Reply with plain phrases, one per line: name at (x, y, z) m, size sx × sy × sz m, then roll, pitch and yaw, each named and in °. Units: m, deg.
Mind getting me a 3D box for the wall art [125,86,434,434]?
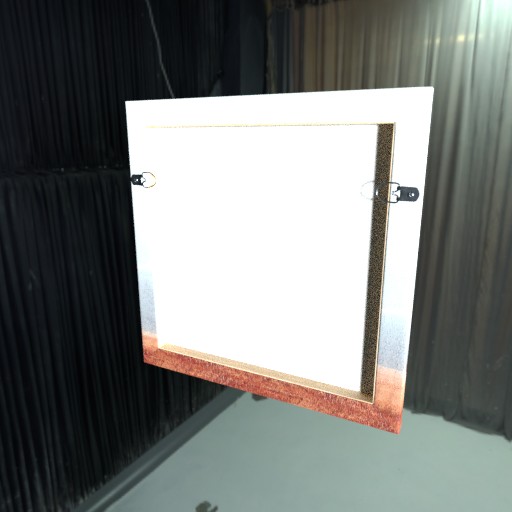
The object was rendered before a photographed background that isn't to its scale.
wall art at (0.000, 0.000, 1.113) m, size 0.760 × 0.760 × 0.042 m, roll 7°, pitch 17°, yaw 26°
